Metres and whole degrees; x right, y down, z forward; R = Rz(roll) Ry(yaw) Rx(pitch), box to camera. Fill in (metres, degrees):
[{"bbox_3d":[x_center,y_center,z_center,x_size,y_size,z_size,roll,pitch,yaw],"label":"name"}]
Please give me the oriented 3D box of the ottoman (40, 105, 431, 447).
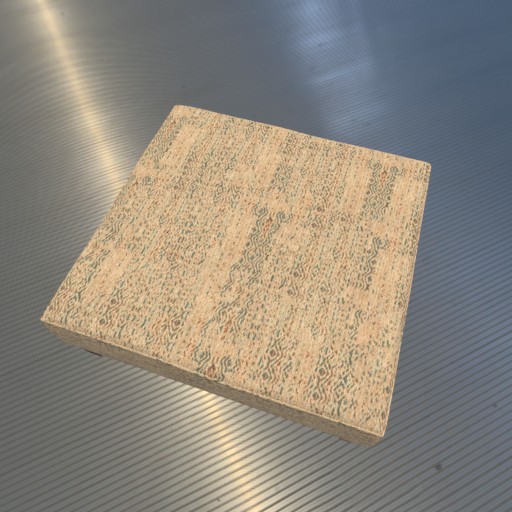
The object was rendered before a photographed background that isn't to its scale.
[{"bbox_3d":[0.000,0.000,1.537,1.004,0.356,0.968,16,60,9],"label":"ottoman"}]
